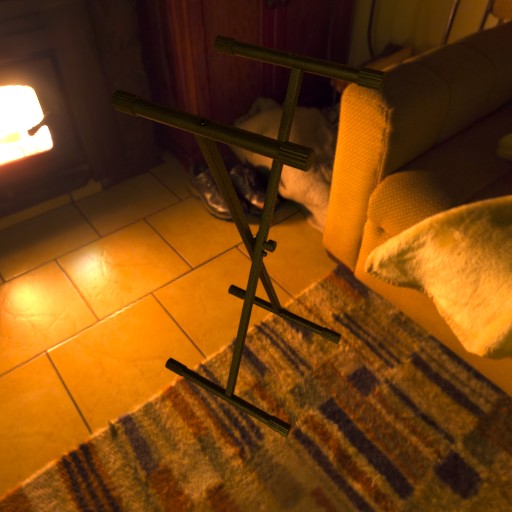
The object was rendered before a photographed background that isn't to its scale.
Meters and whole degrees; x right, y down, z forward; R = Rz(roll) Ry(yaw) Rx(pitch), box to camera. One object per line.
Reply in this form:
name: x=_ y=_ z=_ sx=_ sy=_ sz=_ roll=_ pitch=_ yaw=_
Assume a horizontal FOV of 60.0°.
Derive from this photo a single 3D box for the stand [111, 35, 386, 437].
stand: x=0.000 y=0.000 z=1.171 sx=0.449 sy=0.940 sz=0.409 roll=23 pitch=49 yaw=21
